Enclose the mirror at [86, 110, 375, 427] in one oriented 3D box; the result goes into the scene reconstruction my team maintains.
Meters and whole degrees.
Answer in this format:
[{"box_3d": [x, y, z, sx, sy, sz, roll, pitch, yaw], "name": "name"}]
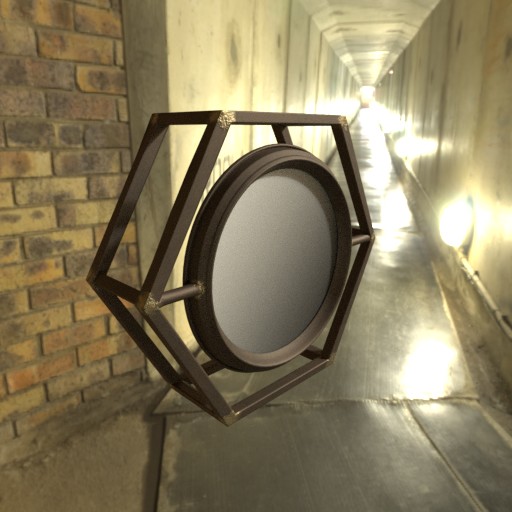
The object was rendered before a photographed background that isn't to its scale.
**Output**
[{"box_3d": [0.000, 0.000, 0.547, 0.380, 0.334, 0.119, -15, 22, -43], "name": "mirror"}]
